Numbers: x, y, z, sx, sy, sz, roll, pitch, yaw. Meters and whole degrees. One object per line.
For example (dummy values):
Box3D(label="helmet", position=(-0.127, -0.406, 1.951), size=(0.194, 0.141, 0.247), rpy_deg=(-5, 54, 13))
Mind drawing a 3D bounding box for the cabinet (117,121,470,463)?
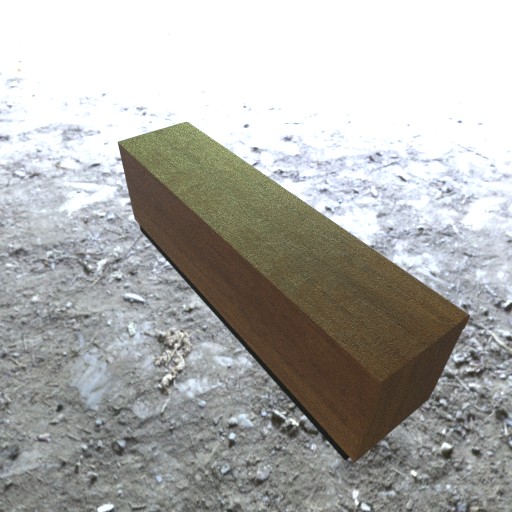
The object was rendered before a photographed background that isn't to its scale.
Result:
Box3D(label="cabinet", position=(0.000, 0.000, 1.842), size=(0.419, 0.510, 1.600), rpy_deg=(-26, 48, -27))
